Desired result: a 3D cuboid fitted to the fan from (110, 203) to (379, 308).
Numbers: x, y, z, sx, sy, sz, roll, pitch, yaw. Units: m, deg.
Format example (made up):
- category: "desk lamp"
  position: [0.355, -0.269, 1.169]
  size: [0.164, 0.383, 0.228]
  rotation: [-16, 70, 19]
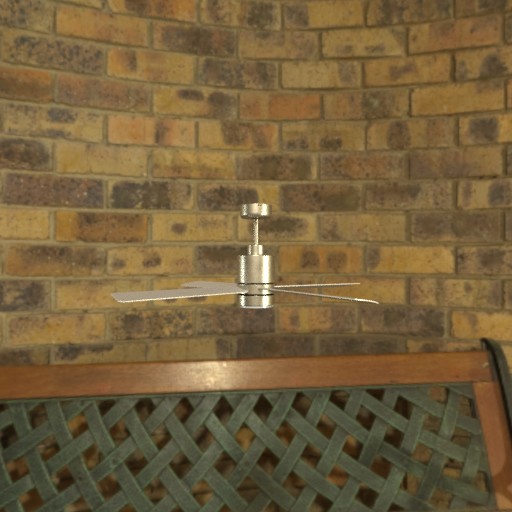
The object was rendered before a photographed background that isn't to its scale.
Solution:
- category: "fan"
  position: [0.000, 0.000, 2.369]
  size: [1.525, 0.539, 1.525]
  rotation: [0, 0, -35]
